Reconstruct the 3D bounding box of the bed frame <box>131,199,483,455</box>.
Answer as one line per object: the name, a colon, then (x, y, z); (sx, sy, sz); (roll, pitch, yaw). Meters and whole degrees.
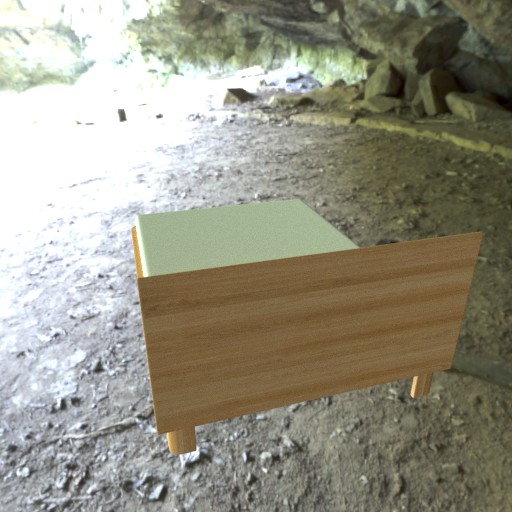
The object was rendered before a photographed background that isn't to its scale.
bed frame: (0.000, 0.000, 2.800); (1.472, 0.940, 1.992); (-7, 27, -15)
